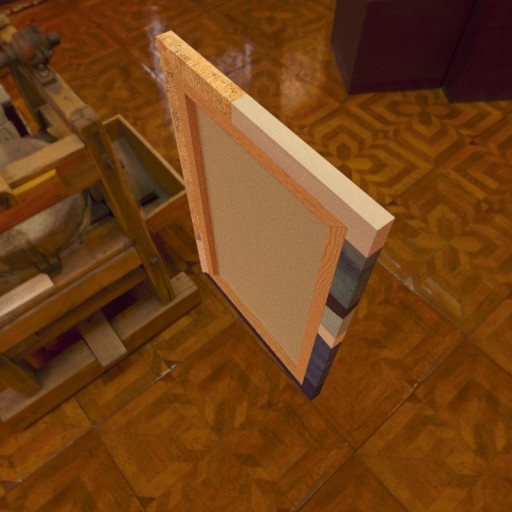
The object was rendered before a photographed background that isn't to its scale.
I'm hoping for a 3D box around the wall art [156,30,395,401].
[{"bbox_3d":[0.000,0.000,1.146,0.039,0.911,0.607,-33,63,-20],"label":"wall art"}]
